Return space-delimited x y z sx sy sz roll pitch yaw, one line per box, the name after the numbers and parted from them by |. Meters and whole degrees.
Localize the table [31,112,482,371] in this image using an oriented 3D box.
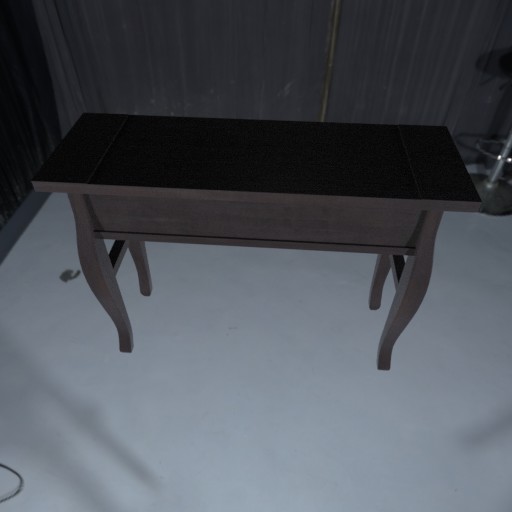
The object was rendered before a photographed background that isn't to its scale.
0.000 0.000 1.434 1.062 0.768 0.373 3 44 3 | table
